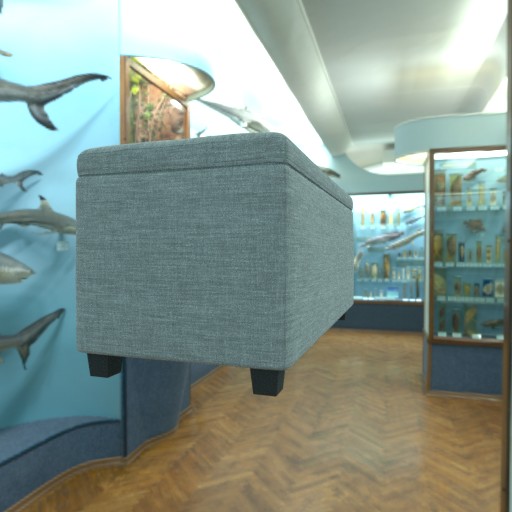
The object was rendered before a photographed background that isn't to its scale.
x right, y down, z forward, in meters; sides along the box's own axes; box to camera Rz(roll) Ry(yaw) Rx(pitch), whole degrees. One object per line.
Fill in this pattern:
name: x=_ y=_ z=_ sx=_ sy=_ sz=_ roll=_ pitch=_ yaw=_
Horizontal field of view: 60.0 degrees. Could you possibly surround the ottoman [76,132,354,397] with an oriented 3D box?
ottoman: x=0.000 y=0.000 z=1.150 sx=0.419 sy=0.432 sz=0.902 roll=0 pitch=1 yaw=19
